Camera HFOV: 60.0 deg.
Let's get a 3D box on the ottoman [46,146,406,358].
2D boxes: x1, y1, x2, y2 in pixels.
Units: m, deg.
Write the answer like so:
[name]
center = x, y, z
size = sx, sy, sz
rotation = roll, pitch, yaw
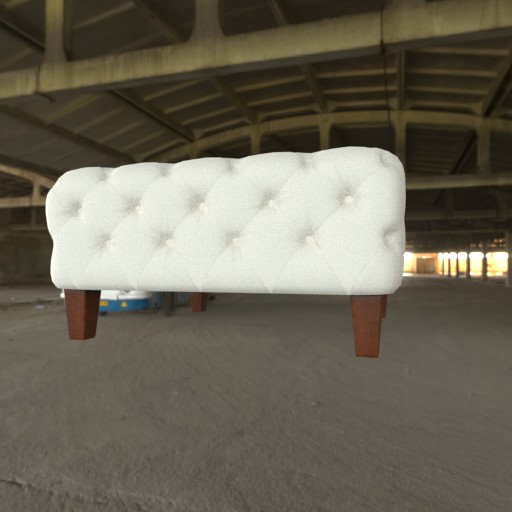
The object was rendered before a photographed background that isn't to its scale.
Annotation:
[ottoman]
center = 0.000, 0.000, 1.191
size = 0.753, 0.376, 0.755
rotation = 0, -1, 17
